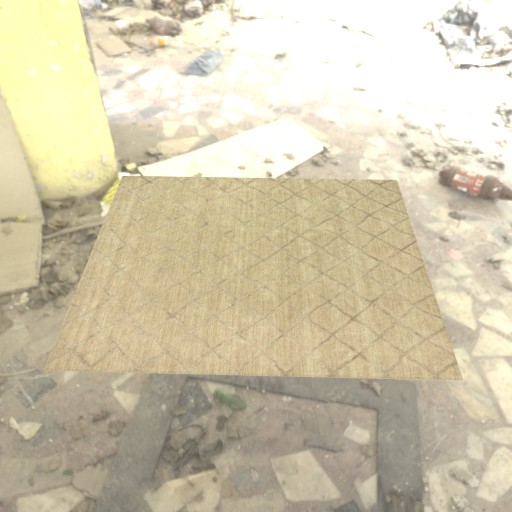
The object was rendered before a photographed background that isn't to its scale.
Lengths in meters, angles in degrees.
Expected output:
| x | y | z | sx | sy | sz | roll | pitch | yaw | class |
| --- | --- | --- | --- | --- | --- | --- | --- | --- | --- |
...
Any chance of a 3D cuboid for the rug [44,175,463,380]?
| x | y | z | sx | sy | sz | roll | pitch | yaw | class |
| --- | --- | --- | --- | --- | --- | --- | --- | --- | --- |
| 0.000 | 0.000 | 4.059 | 3.038 | 0.019 | 2.420 | 1 | 46 | 1 | rug |
